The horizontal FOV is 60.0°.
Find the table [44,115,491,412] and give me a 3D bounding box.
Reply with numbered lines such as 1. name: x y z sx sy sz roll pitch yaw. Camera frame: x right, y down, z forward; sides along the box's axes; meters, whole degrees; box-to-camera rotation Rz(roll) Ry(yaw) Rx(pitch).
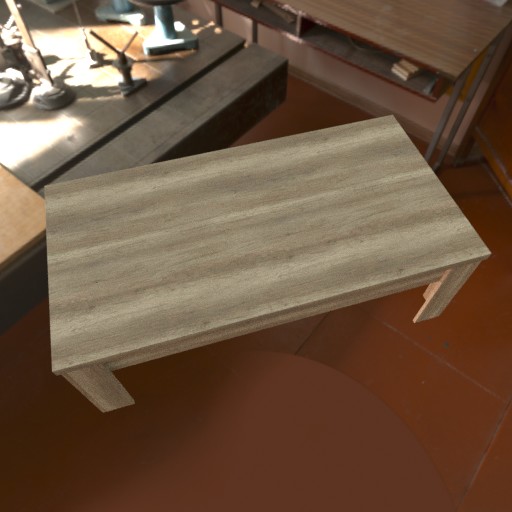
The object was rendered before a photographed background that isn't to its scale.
1. table: 0.000 0.000 1.675 1.350 0.460 0.700 -14 57 -9
